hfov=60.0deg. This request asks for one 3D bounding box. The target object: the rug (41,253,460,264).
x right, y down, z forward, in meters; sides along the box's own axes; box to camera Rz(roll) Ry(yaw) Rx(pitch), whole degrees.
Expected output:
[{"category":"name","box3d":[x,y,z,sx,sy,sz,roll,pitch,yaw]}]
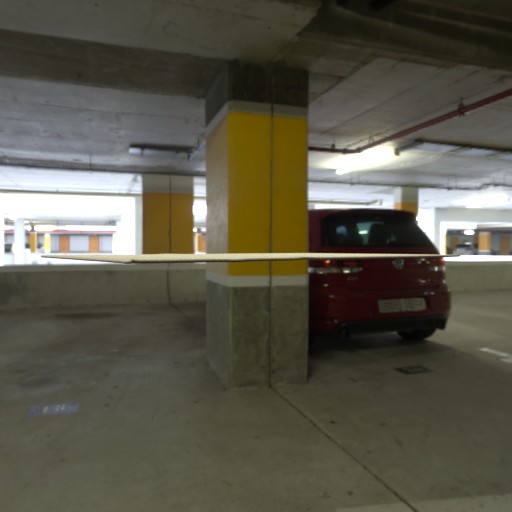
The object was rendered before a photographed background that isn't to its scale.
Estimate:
[{"category":"rug","box3d":[0.000,0.000,2.903,2.290,0.021,1.540,-1,1,-37]}]
